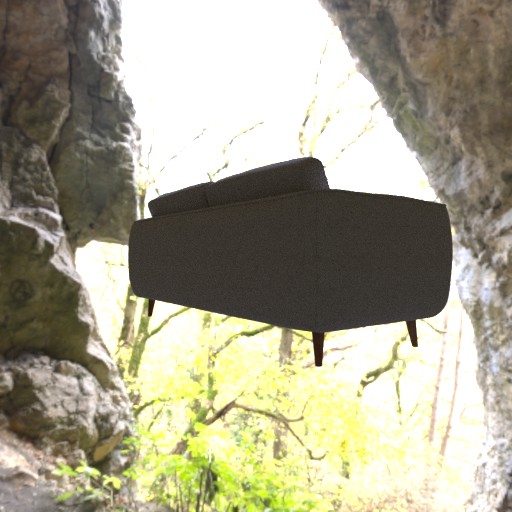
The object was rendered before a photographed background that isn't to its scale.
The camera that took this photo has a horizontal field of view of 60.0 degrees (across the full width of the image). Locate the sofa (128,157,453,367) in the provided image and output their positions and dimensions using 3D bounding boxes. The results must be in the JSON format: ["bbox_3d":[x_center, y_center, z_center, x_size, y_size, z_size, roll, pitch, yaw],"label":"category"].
[{"bbox_3d":[0.000,0.000,2.593,0.920,0.850,2.000,0,0,-36],"label":"sofa"}]
